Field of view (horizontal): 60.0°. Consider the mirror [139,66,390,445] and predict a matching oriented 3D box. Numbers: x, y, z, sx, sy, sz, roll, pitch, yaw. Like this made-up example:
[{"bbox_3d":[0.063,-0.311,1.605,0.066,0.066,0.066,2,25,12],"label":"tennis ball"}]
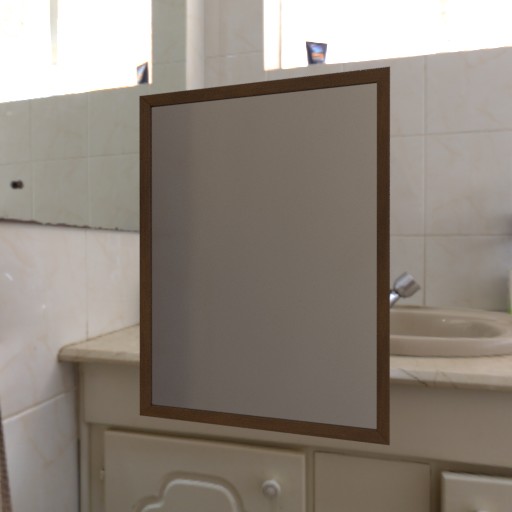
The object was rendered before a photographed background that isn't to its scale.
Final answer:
[{"bbox_3d":[0.000,0.000,1.317,0.762,1.016,0.040,0,0,17],"label":"mirror"}]
